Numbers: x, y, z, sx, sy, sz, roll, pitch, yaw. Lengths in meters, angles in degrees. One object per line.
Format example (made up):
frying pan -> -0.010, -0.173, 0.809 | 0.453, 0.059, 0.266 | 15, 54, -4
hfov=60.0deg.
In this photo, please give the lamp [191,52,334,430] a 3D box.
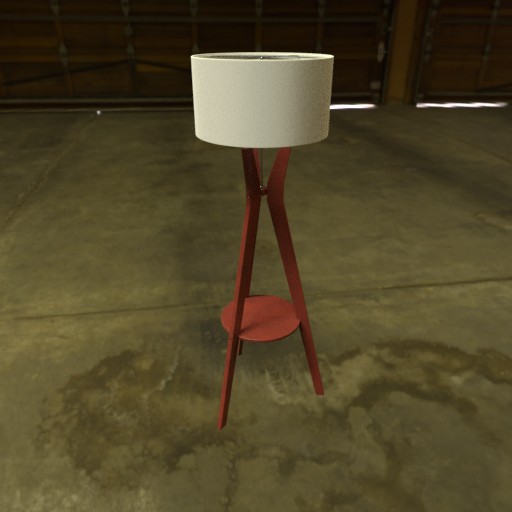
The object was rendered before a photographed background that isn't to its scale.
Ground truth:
lamp -> 0.000, 0.000, 1.789 | 0.539, 1.472, 0.542 | 19, 32, 32
